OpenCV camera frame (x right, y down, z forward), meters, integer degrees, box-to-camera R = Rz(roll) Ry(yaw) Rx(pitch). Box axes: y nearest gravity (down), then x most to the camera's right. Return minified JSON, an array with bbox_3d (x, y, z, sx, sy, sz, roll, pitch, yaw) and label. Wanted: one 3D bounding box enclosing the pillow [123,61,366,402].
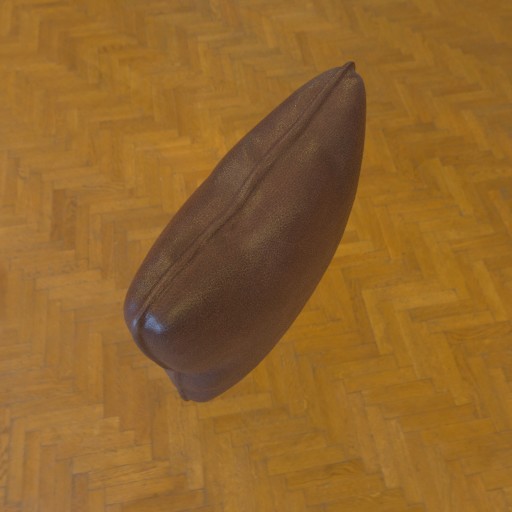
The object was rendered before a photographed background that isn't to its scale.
[{"bbox_3d":[0.000,0.000,0.807,0.236,0.523,0.532,31,68,15],"label":"pillow"}]
